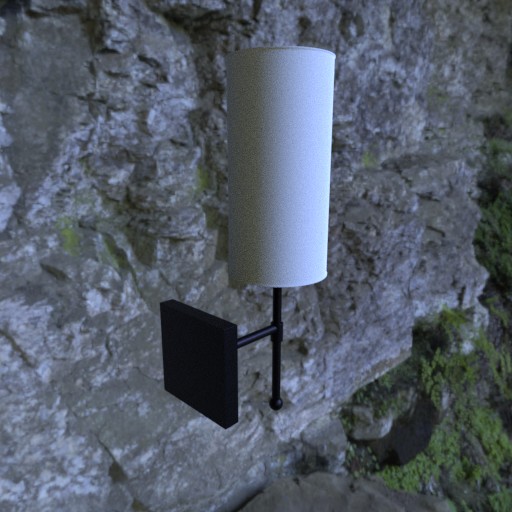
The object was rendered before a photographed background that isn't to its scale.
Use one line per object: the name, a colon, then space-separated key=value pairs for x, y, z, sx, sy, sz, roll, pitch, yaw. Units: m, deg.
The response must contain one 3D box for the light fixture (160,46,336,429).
light fixture: x=0.000 y=0.000 z=0.545 sx=0.128 sy=0.462 sz=0.208 roll=13 pitch=19 yaw=43
